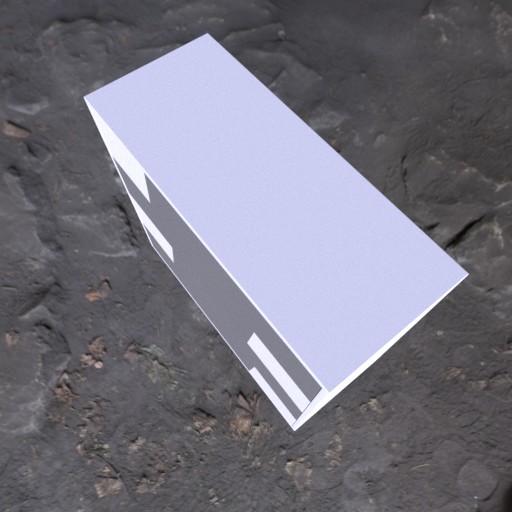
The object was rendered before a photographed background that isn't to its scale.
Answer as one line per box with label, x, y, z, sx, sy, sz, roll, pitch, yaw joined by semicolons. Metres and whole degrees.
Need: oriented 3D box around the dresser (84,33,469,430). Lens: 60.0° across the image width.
dresser;0.000;0.000;1.657;0.460;1.000;1.100;-35;69;-16
